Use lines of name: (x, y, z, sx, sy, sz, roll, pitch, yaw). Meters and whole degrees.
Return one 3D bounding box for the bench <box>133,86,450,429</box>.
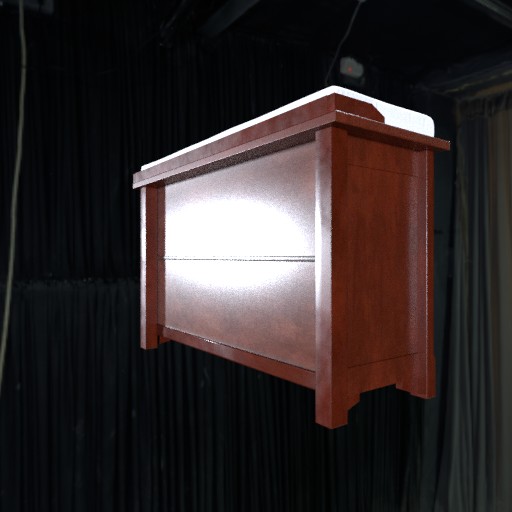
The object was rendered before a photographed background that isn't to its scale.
bench: (0.000, 0.000, 1.296, 0.369, 0.646, 0.987, 0, 0, -36)
